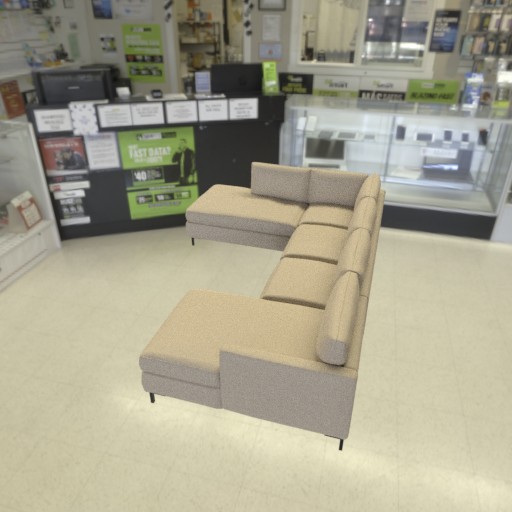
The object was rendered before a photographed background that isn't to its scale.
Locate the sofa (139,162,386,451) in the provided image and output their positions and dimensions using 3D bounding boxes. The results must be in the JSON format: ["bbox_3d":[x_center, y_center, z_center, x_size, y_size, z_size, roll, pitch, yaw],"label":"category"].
[{"bbox_3d":[0.000,0.000,3.626,1.879,0.756,2.737,9,31,15],"label":"sofa"}]
